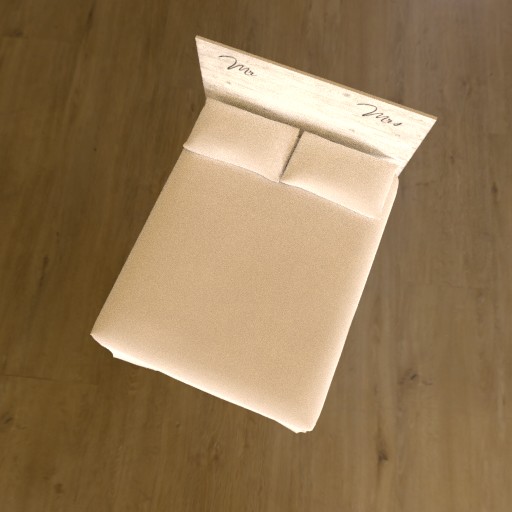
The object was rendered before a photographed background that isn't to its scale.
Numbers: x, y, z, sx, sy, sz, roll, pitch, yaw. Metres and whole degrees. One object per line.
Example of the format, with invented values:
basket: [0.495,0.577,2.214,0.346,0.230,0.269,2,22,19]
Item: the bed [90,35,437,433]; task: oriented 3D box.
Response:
bed: [0.000,0.000,3.138,1.745,1.335,2.094,21,75,6]
